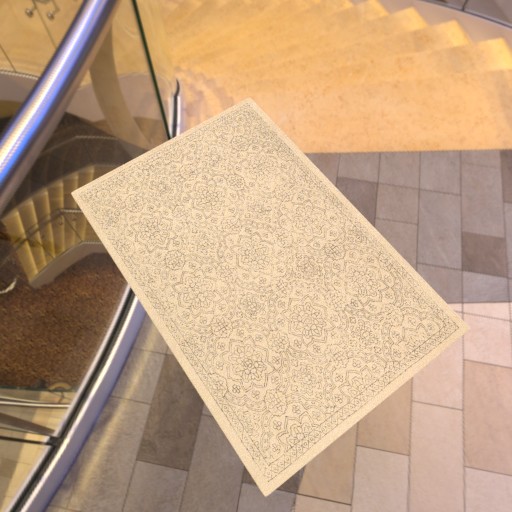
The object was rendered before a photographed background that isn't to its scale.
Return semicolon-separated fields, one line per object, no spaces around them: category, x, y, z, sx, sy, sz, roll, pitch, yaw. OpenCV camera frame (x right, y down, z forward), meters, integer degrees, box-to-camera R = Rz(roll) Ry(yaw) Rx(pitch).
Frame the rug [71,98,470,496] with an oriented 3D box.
rug;0.000;0.000;2.290;1.219;0.010;1.829;-33;69;-15
